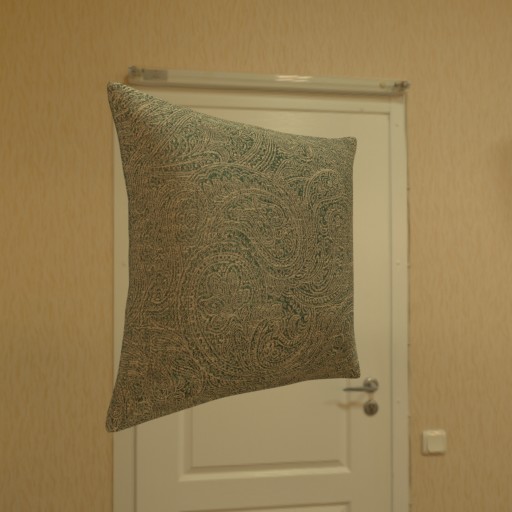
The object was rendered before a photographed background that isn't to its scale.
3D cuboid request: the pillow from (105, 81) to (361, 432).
[{"bbox_3d":[0.000,0.000,0.786,0.526,0.507,0.166,0,-1,-35],"label":"pillow"}]
